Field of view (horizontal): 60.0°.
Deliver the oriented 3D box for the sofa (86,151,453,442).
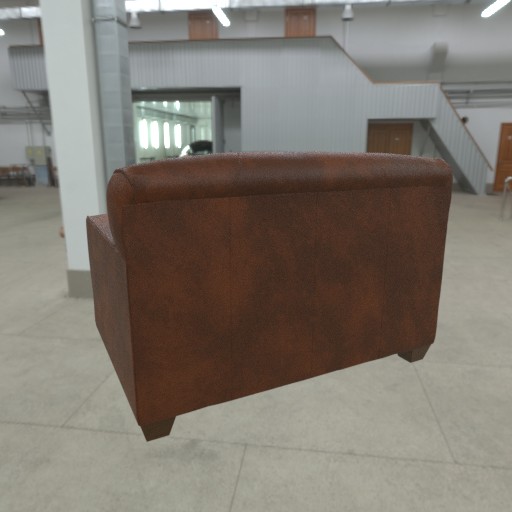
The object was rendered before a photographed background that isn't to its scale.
[{"bbox_3d":[0.000,0.000,2.060,1.413,0.956,1.000,-7,16,-26],"label":"sofa"}]
